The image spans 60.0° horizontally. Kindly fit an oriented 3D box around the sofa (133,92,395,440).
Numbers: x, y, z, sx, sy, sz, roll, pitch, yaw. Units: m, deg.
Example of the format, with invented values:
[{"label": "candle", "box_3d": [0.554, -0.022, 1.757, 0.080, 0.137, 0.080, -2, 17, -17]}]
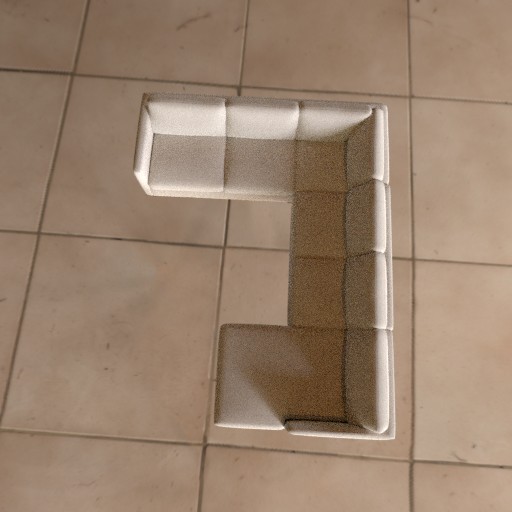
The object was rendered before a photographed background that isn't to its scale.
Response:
[{"label": "sofa", "box_3d": [0.000, 0.000, 4.391, 2.551, 0.853, 3.238, 3, 76, 1]}]
